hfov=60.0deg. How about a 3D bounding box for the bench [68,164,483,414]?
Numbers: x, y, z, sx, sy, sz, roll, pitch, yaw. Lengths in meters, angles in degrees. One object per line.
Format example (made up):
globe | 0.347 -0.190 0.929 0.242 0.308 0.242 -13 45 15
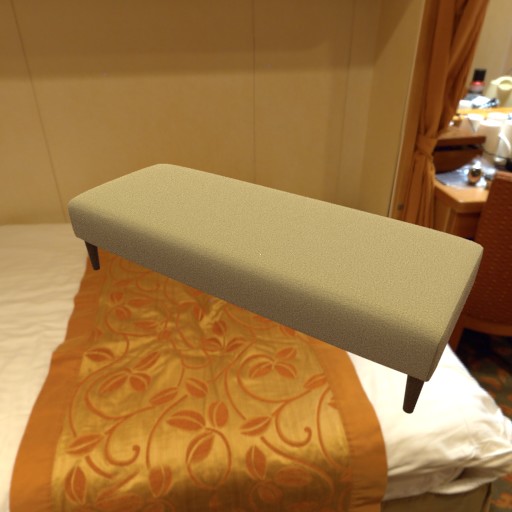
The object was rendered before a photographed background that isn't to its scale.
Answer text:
bench | 0.000 0.000 1.861 1.609 0.393 0.646 19 36 28
